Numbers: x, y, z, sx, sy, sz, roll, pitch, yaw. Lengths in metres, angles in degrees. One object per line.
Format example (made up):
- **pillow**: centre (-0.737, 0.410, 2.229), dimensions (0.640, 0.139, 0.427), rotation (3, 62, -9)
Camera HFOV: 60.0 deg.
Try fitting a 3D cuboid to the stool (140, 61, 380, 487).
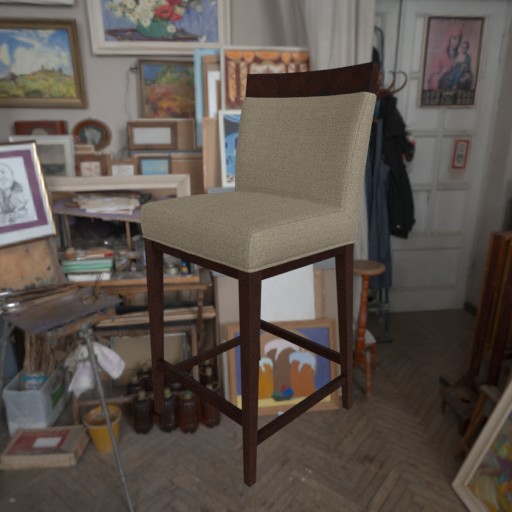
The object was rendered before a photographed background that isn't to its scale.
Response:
- **stool**: centre (0.000, 0.000, 1.257), dimensions (0.463, 1.011, 0.480), rotation (16, 24, 42)
